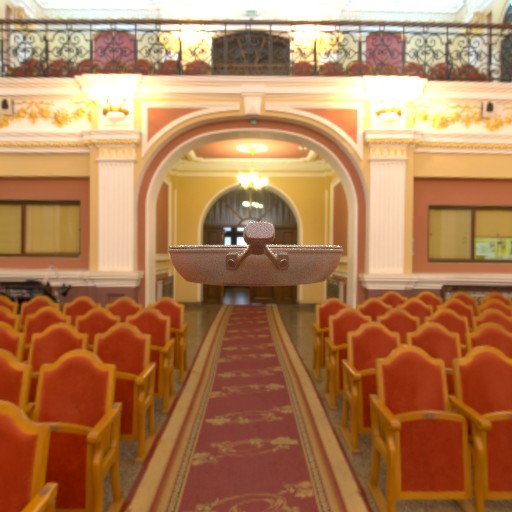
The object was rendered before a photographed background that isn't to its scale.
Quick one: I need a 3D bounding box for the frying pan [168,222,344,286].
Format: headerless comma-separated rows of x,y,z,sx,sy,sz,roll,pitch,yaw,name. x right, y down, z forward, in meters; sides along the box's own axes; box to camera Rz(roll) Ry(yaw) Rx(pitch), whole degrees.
0.000,0.000,0.591,0.272,0.086,0.490,0,0,0,frying pan
